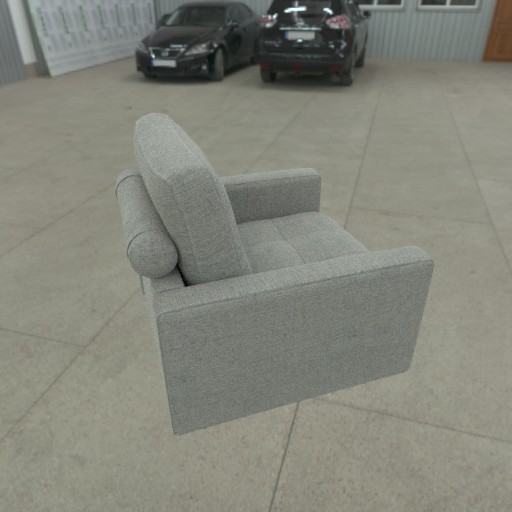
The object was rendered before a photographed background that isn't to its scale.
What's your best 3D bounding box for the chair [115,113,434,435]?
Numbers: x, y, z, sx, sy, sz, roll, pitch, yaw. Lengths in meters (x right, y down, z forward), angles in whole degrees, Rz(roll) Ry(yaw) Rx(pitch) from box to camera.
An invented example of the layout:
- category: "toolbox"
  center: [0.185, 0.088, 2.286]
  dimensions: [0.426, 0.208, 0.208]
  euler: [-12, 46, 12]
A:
- category: "chair"
  center: [0.000, 0.000, 1.521]
  dimensions: [0.843, 0.880, 0.821]
  euler: [-10, 32, -16]
